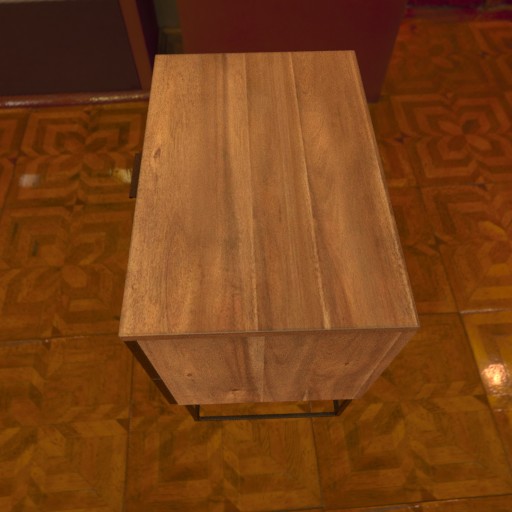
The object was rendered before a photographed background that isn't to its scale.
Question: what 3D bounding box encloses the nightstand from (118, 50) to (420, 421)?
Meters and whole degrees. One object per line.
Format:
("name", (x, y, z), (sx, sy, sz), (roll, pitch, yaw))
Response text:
("nightstand", (0.000, 0.000, 1.013), (0.427, 0.611, 0.605), (-2, 59, -1))
